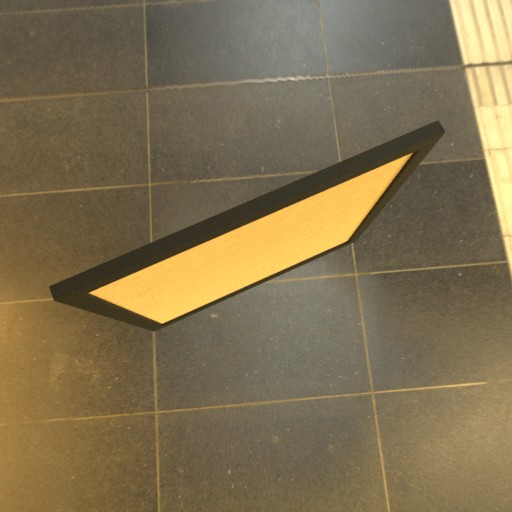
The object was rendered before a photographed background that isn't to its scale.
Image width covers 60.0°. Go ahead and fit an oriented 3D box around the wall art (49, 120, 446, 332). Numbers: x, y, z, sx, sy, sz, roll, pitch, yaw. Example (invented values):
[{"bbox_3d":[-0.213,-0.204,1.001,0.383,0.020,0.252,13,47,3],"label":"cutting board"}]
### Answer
[{"bbox_3d":[0.000,0.000,0.541,0.356,0.356,0.013,-24,78,-6],"label":"wall art"}]
